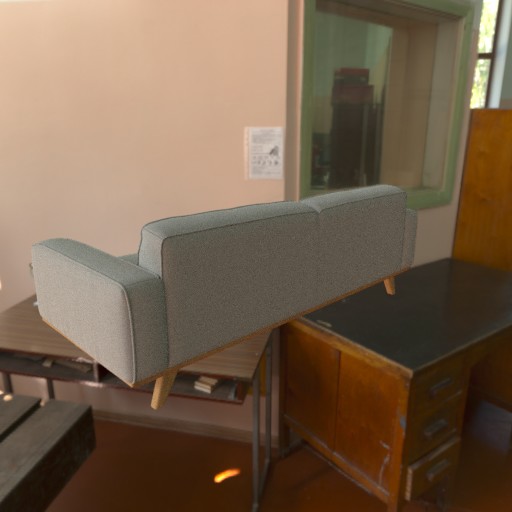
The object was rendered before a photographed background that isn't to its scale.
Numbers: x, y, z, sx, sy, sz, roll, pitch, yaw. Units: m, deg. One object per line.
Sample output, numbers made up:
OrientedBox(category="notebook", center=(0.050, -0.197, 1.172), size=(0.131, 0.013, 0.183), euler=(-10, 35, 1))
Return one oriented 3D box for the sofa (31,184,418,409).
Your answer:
OrientedBox(category="sofa", center=(0.000, 0.000, 2.686), size=(2.270, 0.781, 0.956), euler=(-15, 22, -42))
